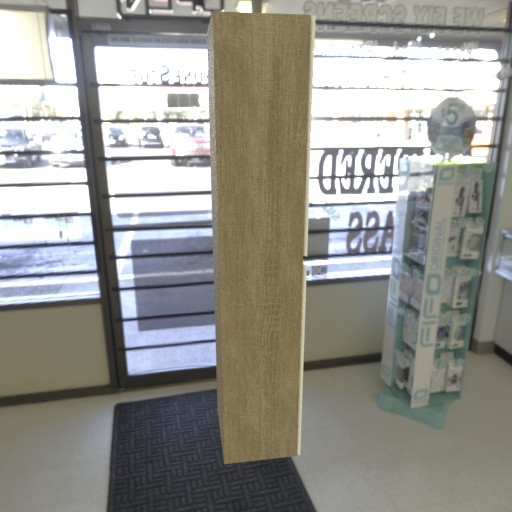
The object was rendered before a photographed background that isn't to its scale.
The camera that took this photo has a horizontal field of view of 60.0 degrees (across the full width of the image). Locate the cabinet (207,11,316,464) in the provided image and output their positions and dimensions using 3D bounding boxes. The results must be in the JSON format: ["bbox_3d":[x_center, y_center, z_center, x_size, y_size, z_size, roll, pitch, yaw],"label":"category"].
[{"bbox_3d":[0.000,0.000,1.489,0.270,1.400,0.300,-3,17,-9],"label":"cabinet"}]
